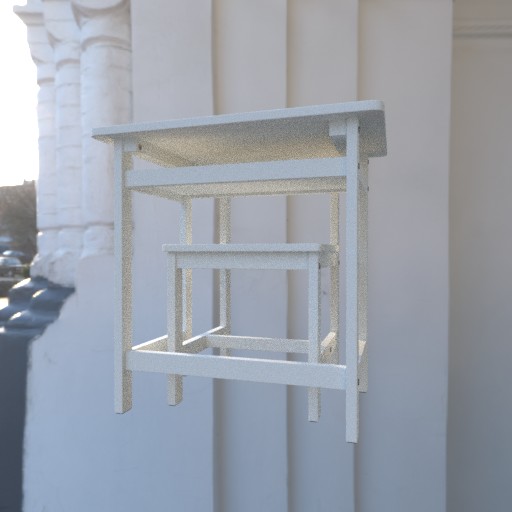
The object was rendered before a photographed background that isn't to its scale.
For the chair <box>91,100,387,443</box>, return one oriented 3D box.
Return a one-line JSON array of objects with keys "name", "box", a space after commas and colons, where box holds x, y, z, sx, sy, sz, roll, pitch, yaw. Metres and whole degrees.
[{"name": "chair", "box": [0.000, 0.000, 1.063, 0.599, 0.673, 0.461, 0, 0, 17]}]
